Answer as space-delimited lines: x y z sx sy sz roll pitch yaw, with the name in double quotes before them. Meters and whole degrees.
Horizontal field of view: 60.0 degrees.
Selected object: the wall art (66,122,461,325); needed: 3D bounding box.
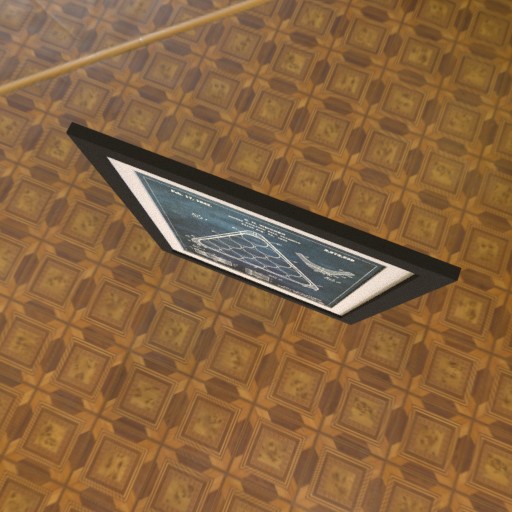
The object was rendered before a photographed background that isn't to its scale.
"wall art" 0.000 0.000 0.503 0.311 0.361 0.010 21 77 5
